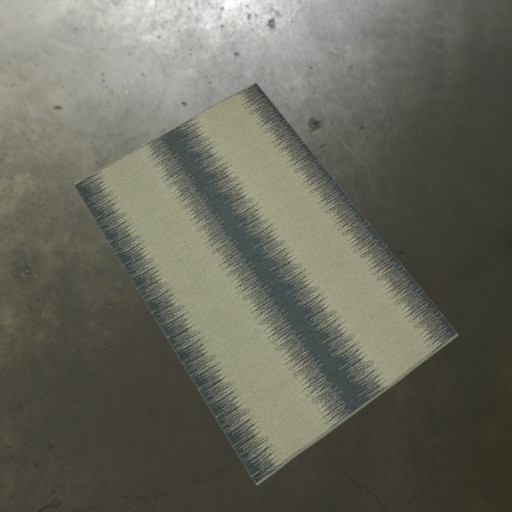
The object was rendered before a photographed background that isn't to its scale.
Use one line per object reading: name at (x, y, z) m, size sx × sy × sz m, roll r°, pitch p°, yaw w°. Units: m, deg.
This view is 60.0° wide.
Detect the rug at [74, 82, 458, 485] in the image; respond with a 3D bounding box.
rug at (0.000, 0.000, 2.368) m, size 1.234 × 0.006 × 1.854 m, roll -33°, pitch 76°, yaw -10°
